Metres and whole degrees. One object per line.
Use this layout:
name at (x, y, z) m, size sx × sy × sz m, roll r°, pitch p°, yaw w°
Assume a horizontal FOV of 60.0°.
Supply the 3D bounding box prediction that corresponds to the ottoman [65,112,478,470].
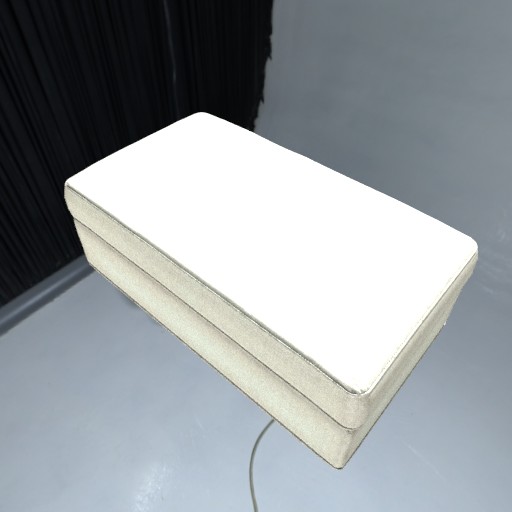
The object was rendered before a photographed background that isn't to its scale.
ottoman at (0.000, 0.000, 1.391) m, size 1.097 × 0.448 × 0.617 m, roll 32°, pitch 54°, yaw 27°
